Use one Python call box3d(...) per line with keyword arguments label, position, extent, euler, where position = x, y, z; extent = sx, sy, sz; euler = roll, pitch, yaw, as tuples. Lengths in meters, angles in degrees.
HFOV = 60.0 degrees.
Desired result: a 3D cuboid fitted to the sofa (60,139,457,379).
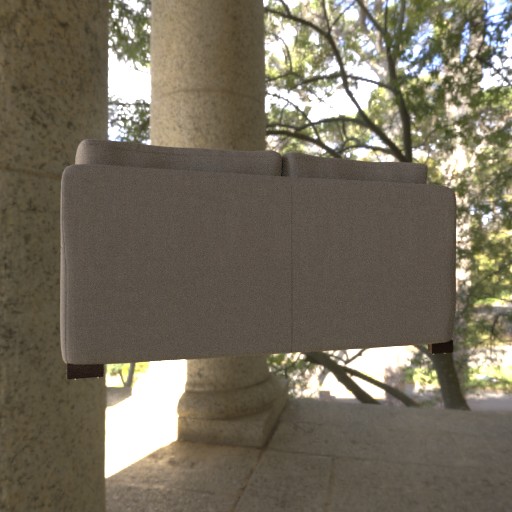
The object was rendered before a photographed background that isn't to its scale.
box3d(label="sofa", position=(0.000, 0.000, 2.401), extent=(1.855, 0.980, 0.962), euler=(0, -1, -17))
